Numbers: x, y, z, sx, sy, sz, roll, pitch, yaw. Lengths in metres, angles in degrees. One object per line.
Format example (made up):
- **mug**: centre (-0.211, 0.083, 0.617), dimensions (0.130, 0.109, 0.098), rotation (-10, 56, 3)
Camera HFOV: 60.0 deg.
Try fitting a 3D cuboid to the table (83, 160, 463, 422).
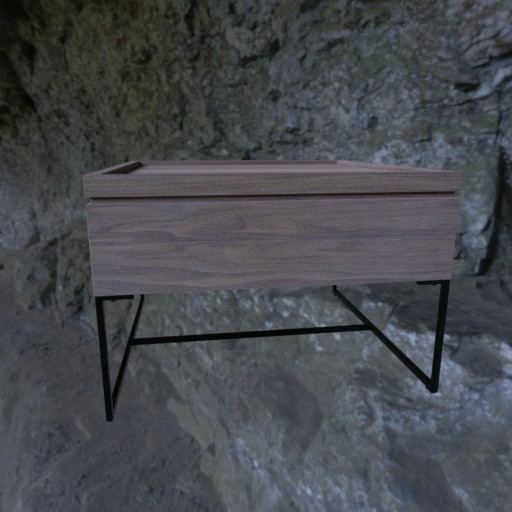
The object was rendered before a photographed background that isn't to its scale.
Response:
- **table**: centre (0.000, 0.000, 1.154), dimensions (0.679, 0.464, 0.676), rotation (-2, 14, -8)
